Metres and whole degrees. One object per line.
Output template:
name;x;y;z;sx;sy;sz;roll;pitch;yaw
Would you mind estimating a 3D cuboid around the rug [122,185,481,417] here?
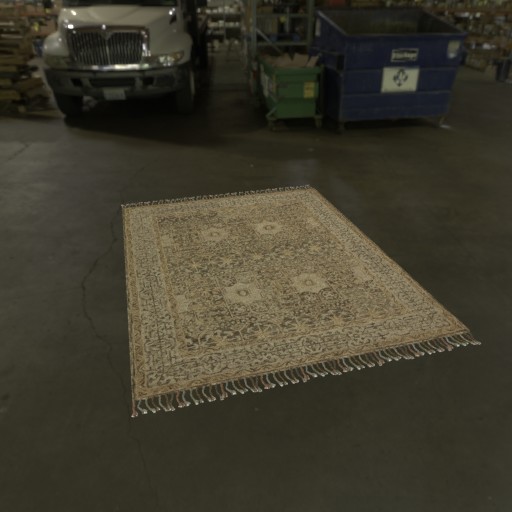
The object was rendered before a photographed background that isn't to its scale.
rug;0.000;0.000;4.239;2.431;0.017;3.291;-8;31;-14
